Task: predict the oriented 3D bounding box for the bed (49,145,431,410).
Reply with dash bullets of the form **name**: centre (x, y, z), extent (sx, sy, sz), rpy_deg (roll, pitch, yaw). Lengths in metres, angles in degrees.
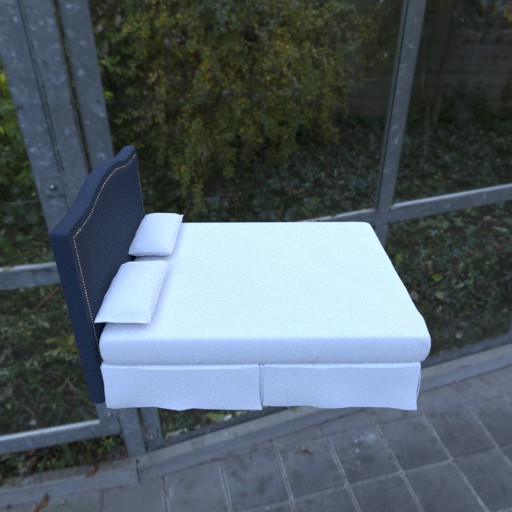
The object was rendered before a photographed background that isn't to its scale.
- **bed**: centre (0.000, 0.000, 3.463), extent (2.282, 1.436, 1.821), rpy_deg (0, 30, -1)
